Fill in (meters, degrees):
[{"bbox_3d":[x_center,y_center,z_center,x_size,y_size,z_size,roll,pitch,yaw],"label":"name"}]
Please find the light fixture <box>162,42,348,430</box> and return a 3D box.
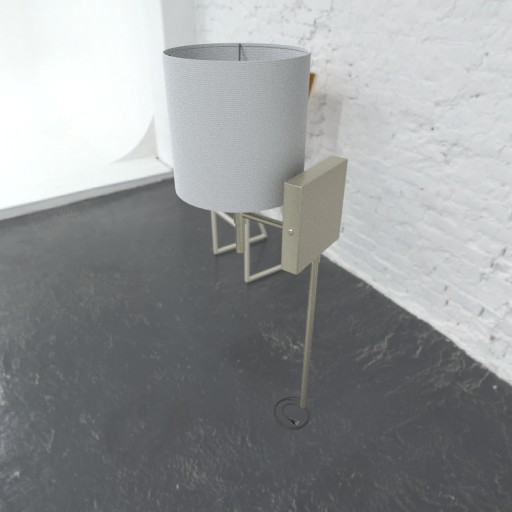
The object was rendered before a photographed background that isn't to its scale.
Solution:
[{"bbox_3d":[0.000,0.000,0.701,0.248,0.589,0.188,20,37,30],"label":"light fixture"}]
